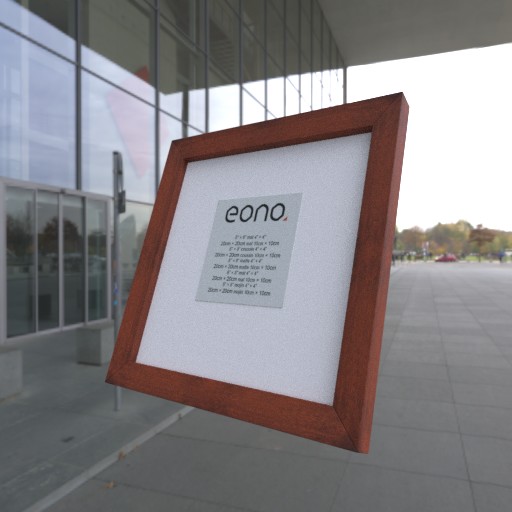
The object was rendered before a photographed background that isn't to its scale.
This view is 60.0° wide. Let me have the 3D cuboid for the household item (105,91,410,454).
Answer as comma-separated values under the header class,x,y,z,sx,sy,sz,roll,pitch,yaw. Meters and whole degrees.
class,x,y,z,sx,sy,sz,roll,pitch,yaw
household item,0.000,0.000,0.379,0.240,0.240,0.131,0,0,36
